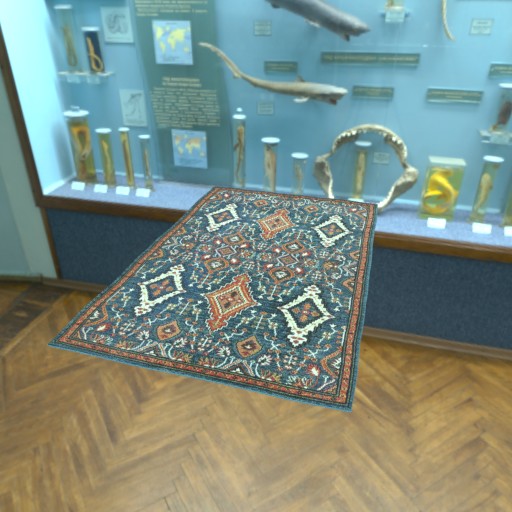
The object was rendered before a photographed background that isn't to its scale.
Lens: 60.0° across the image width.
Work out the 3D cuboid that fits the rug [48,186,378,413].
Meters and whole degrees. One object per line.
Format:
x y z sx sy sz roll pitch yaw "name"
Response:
0.000 0.000 2.367 1.195 0.014 1.847 8 30 14 "rug"
